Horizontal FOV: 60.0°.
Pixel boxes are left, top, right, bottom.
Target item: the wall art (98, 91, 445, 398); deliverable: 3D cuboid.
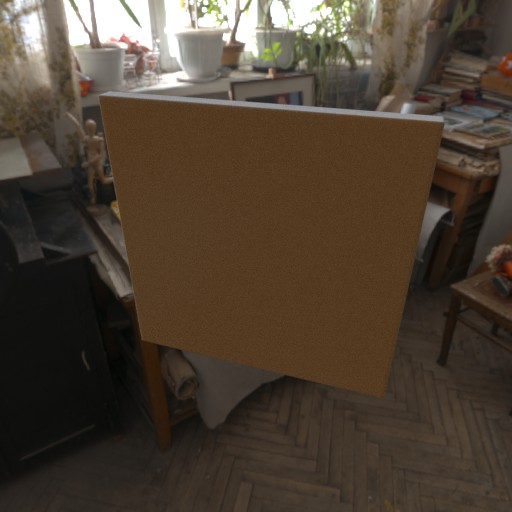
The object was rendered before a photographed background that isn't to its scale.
[{"bbox_3d":[0.000,0.000,1.946,1.287,1.288,0.078,10,33,15],"label":"wall art"}]
